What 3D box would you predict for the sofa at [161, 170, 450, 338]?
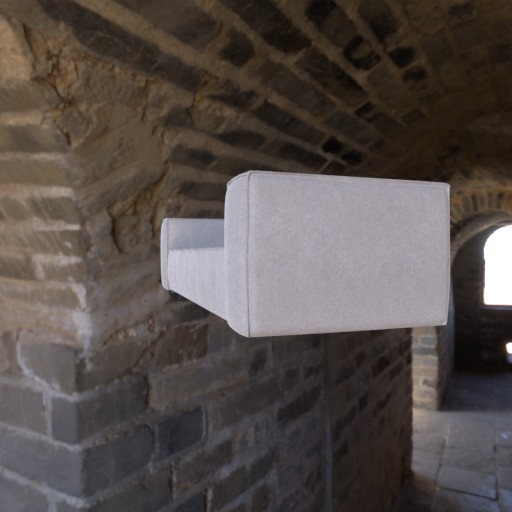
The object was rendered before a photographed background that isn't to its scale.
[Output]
[{"bbox_3d":[0.000,0.000,3.091,1.038,0.680,2.697,0,0,-19],"label":"sofa"}]
